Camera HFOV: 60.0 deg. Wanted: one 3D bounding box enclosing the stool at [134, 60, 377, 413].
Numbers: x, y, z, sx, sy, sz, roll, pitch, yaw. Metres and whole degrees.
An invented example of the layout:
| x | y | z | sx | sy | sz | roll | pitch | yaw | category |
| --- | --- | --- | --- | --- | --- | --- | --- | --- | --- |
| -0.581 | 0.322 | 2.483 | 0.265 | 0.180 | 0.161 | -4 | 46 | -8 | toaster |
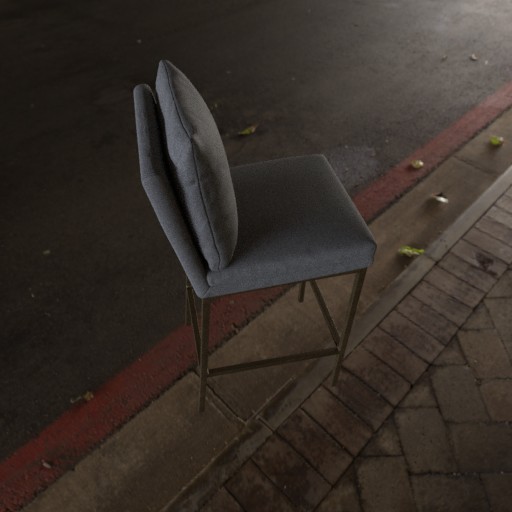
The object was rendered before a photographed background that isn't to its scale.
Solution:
| x | y | z | sx | sy | sz | roll | pitch | yaw | category |
| --- | --- | --- | --- | --- | --- | --- | --- | --- | --- |
| 0.000 | 0.000 | 1.425 | 0.569 | 1.130 | 0.463 | -9 | 47 | -9 | stool |
